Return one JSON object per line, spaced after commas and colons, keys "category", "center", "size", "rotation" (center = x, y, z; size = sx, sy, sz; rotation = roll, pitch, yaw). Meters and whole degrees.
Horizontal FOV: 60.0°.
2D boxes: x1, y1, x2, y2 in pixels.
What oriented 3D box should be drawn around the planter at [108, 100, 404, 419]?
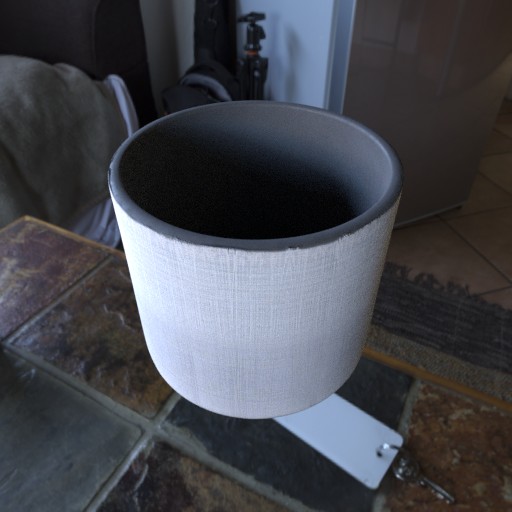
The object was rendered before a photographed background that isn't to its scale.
{"category": "planter", "center": [0.000, 0.000, 0.398], "size": [0.221, 0.201, 0.221], "rotation": [0, 41, 0]}
